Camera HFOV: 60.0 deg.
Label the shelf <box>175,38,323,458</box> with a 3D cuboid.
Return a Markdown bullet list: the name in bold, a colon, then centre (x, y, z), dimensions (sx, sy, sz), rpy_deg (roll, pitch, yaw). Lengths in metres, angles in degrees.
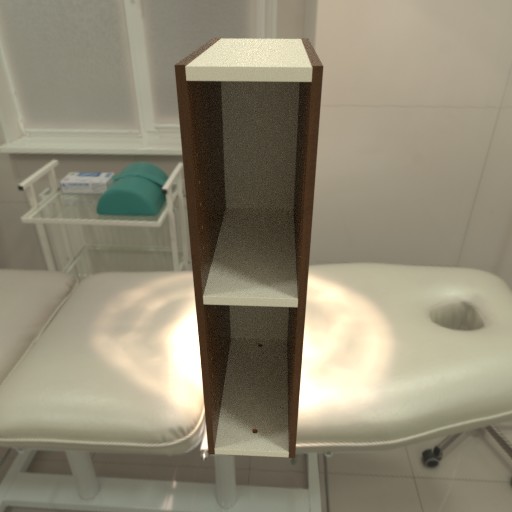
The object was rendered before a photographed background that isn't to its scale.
- **shelf**: centre (0.000, 0.000, 0.704), dimensions (0.147, 0.600, 0.290), rpy_deg (1, 31, 3)
